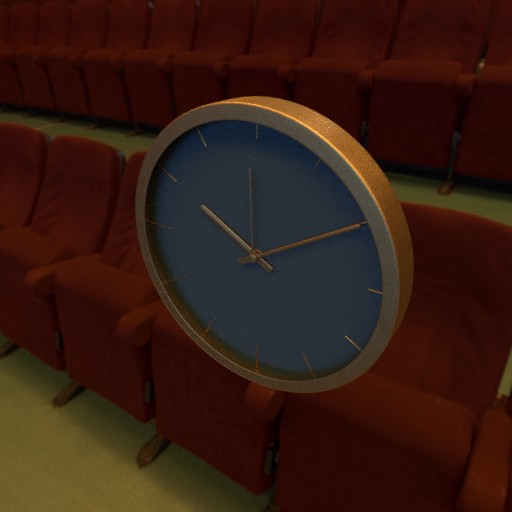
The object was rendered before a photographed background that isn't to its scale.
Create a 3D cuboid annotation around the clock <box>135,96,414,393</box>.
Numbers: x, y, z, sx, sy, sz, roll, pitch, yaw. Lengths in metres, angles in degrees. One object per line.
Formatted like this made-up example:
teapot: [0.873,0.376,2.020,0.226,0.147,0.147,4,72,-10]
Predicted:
clock: [0.000,0.000,0.465,0.314,0.314,0.040,17,33,29]
